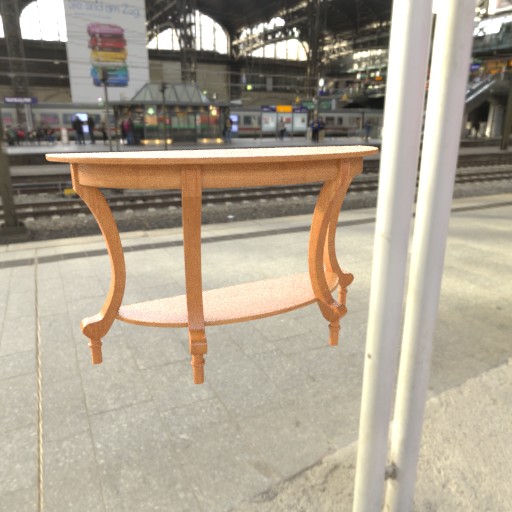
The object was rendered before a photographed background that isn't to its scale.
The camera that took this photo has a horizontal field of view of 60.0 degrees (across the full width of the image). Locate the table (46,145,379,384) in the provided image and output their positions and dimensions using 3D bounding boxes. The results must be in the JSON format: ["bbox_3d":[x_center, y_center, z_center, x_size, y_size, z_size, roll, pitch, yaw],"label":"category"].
[{"bbox_3d":[0.000,0.000,1.511,1.198,0.692,0.394,-9,19,-27],"label":"table"}]
